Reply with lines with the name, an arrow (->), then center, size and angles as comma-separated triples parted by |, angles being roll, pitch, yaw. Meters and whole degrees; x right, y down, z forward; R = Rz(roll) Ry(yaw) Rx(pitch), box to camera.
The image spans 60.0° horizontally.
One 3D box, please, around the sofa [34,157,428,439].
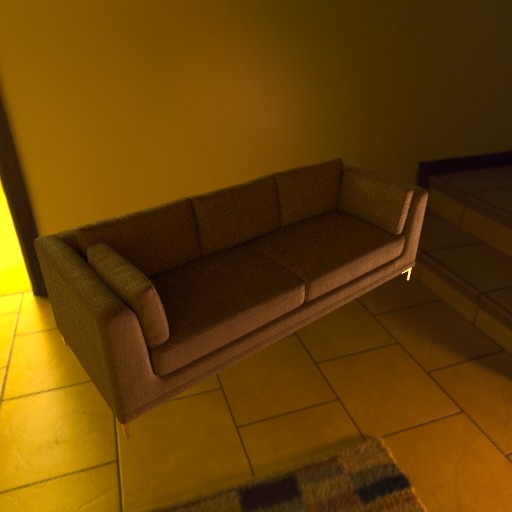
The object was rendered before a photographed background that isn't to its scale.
sofa -> 0.000, 0.000, 2.953 | 2.415, 0.867, 0.969 | -21, 36, -33
